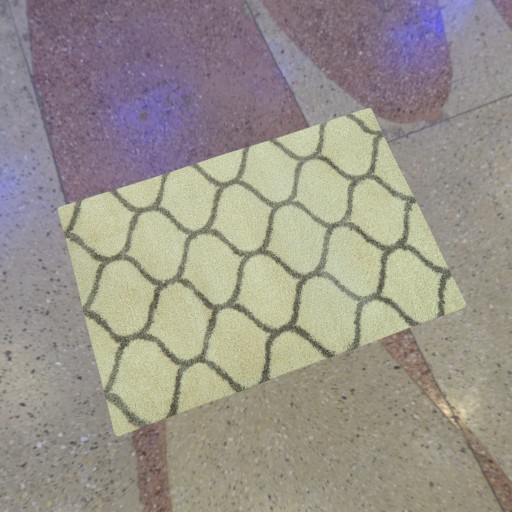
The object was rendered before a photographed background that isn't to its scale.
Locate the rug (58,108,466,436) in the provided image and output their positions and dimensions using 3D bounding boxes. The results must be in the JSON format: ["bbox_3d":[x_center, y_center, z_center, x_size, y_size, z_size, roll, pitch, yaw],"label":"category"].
[{"bbox_3d":[0.000,0.000,3.406,2.701,0.026,1.801,-19,75,-5],"label":"rug"}]
